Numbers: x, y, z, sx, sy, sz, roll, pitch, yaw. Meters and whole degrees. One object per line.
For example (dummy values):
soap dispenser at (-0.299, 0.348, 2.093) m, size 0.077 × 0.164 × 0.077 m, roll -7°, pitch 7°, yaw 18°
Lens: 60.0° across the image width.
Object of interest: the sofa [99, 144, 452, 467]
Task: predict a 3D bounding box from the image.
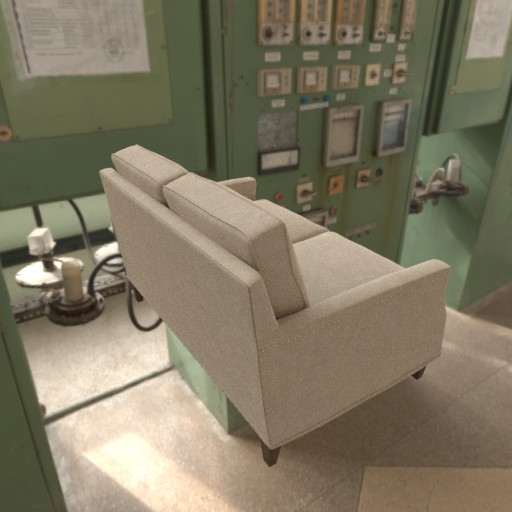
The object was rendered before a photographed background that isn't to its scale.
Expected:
sofa at (0.000, 0.000, 2.268) m, size 1.084 × 1.002 × 1.597 m, roll -17°, pitch 31°, yaw -30°
